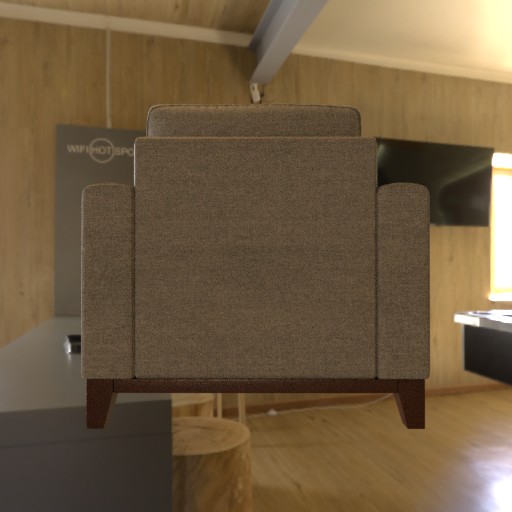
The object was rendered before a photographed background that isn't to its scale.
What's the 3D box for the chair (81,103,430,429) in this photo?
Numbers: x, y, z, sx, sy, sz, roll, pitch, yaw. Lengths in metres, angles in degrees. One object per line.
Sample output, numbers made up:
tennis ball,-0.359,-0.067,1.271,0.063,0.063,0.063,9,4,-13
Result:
chair,0.000,0.000,1.805,1.024,1.010,1.038,0,0,0
